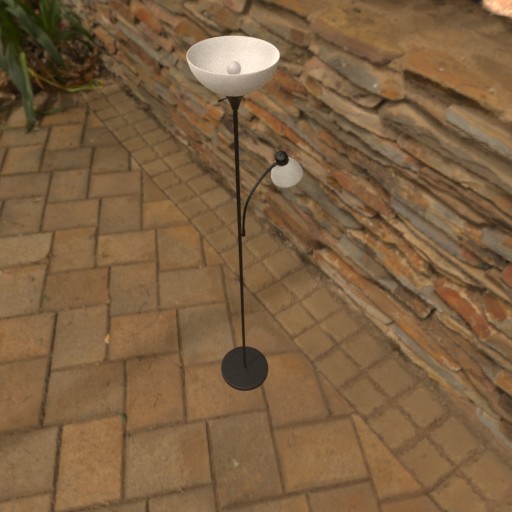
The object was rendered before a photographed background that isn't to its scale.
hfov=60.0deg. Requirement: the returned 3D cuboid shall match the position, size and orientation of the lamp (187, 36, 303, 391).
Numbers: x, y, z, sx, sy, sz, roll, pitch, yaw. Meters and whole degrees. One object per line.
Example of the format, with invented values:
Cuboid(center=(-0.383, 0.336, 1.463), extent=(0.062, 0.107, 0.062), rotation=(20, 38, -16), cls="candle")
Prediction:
Cuboid(center=(0.000, 0.000, 1.966), extent=(0.442, 1.804, 0.279), rotation=(-31, 54, -26), cls="lamp")
